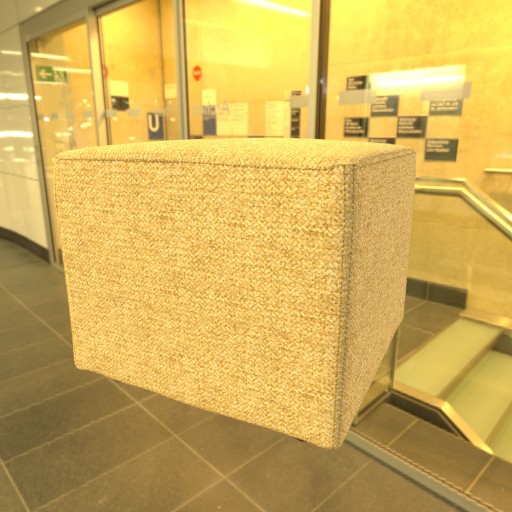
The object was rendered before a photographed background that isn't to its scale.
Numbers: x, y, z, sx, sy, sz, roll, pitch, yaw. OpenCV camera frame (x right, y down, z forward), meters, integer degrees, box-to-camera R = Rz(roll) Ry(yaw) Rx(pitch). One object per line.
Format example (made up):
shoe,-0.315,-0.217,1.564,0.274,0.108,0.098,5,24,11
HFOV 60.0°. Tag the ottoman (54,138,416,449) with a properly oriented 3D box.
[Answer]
ottoman,0.000,0.000,0.860,0.505,0.441,0.512,8,17,26
